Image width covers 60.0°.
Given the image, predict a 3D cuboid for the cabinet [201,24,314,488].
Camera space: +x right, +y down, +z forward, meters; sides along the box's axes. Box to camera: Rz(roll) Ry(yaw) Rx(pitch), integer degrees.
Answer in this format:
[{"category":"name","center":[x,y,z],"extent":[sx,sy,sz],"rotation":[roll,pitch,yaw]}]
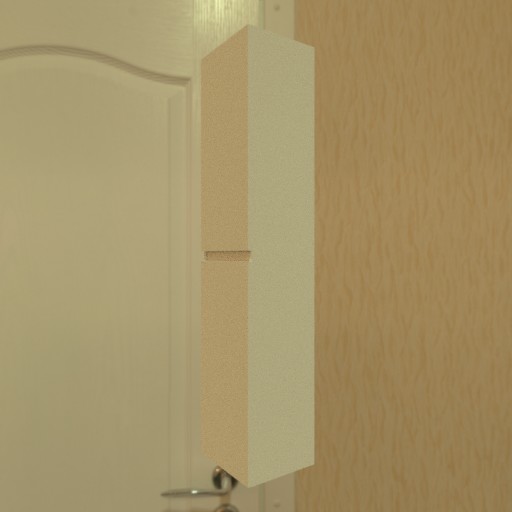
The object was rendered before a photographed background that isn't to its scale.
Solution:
[{"category":"cabinet","center":[0.000,0.000,1.535],"extent":[0.269,1.400,0.300],"rotation":[0,0,-35]}]
